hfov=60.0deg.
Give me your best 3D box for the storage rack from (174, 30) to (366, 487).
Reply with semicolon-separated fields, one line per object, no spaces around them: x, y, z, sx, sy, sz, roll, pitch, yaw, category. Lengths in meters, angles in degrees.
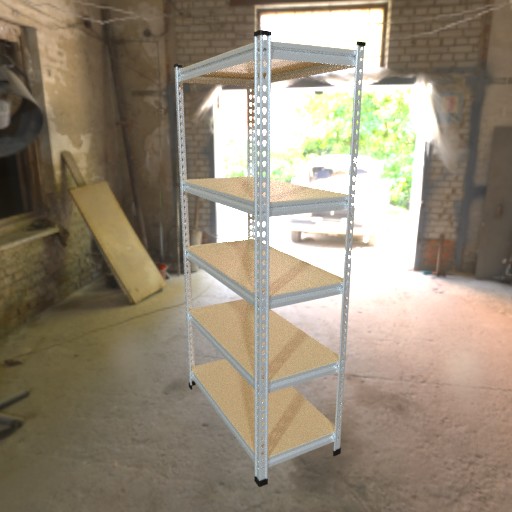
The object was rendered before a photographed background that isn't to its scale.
0.000;0.000;2.191;0.457;1.829;0.914;-8;18;-27;storage rack
